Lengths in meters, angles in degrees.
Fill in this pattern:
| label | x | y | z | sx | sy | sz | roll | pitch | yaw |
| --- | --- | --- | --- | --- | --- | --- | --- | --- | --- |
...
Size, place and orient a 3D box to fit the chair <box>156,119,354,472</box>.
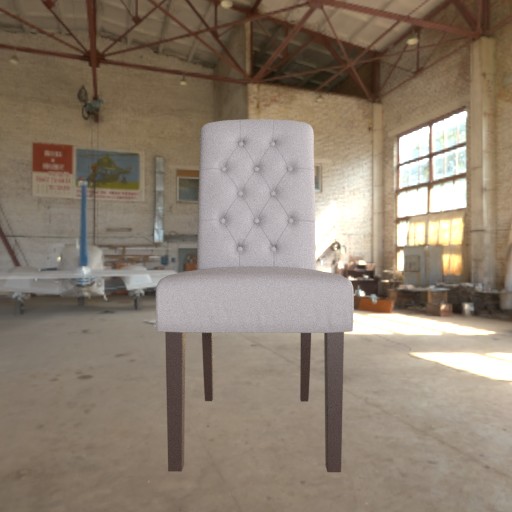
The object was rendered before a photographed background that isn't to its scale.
| label | x | y | z | sx | sy | sz | roll | pitch | yaw |
| --- | --- | --- | --- | --- | --- | --- | --- | --- | --- |
| chair | 0.000 | 0.000 | 1.351 | 0.456 | 1.006 | 0.671 | 0 | -1 | 1 |
